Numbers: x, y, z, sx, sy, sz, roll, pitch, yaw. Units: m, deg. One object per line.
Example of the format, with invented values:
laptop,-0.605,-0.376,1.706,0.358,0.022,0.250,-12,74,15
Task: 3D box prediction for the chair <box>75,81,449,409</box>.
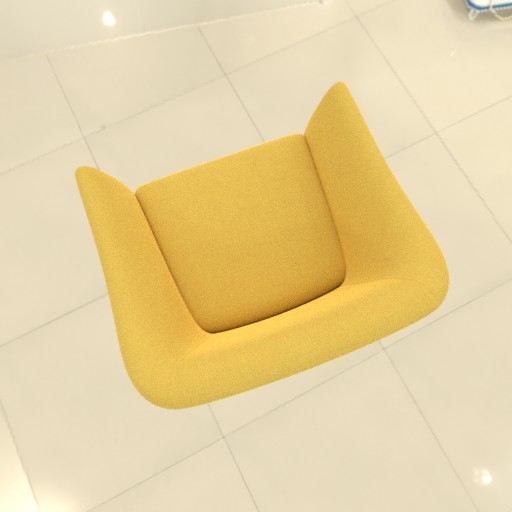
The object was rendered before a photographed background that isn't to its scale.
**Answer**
chair,0.000,0.000,1.337,0.790,0.720,0.700,-20,76,-5
